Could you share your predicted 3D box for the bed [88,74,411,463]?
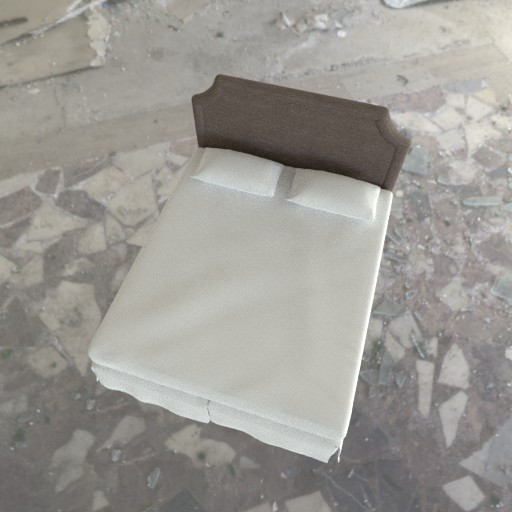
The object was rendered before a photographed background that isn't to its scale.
[{"bbox_3d":[0.000,0.000,4.050,2.350,1.590,2.773,15,59,9],"label":"bed"}]
